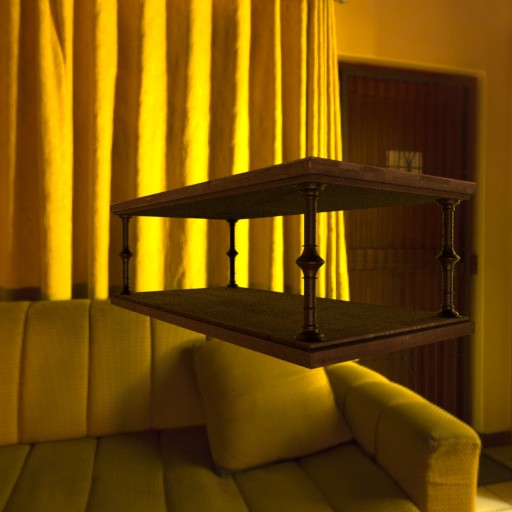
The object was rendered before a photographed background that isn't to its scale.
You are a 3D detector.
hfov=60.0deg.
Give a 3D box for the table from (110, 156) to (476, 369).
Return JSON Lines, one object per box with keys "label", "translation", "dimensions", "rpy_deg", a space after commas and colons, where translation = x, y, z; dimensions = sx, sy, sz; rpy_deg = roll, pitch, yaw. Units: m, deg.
{"label": "table", "translation": [0.000, 0.000, 1.375], "dimensions": [0.554, 0.373, 1.088], "rpy_deg": [-1, 1, -36]}
